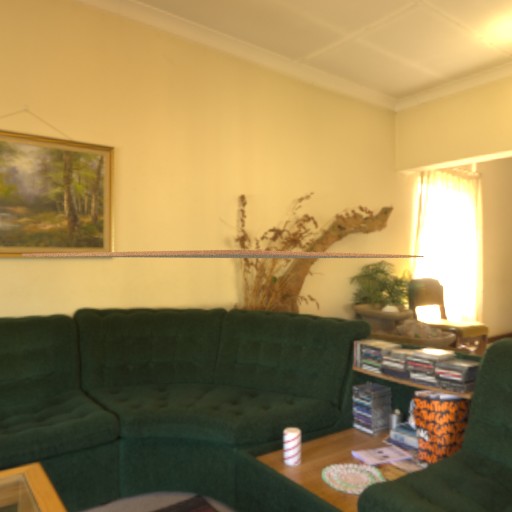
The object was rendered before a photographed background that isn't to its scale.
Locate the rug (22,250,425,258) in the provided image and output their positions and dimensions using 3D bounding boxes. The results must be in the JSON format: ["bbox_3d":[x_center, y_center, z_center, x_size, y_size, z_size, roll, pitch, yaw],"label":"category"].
[{"bbox_3d":[0.000,0.000,2.325,1.219,0.014,1.829,0,-1,36],"label":"rug"}]
